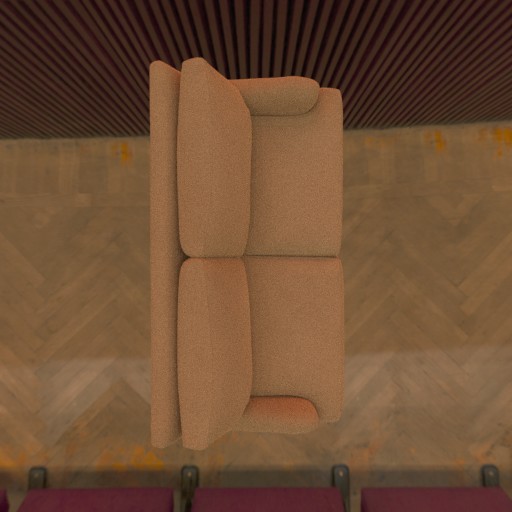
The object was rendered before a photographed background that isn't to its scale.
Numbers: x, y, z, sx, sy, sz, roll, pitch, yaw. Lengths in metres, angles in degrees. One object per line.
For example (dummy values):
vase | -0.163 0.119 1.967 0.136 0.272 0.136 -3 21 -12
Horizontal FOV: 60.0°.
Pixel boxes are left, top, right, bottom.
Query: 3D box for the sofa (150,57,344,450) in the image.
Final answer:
sofa | 0.000 0.000 2.686 1.091 0.997 2.070 0 91 0
